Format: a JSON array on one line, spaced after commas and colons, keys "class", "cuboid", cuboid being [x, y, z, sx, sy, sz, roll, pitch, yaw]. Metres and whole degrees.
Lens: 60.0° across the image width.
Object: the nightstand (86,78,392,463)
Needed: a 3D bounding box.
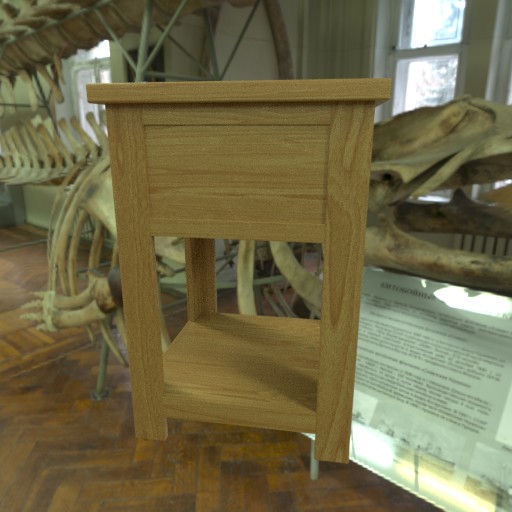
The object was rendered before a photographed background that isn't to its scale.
[{"class": "nightstand", "cuboid": [0.000, 0.000, 0.885, 0.428, 0.614, 0.418, 3, 16, 10]}]
